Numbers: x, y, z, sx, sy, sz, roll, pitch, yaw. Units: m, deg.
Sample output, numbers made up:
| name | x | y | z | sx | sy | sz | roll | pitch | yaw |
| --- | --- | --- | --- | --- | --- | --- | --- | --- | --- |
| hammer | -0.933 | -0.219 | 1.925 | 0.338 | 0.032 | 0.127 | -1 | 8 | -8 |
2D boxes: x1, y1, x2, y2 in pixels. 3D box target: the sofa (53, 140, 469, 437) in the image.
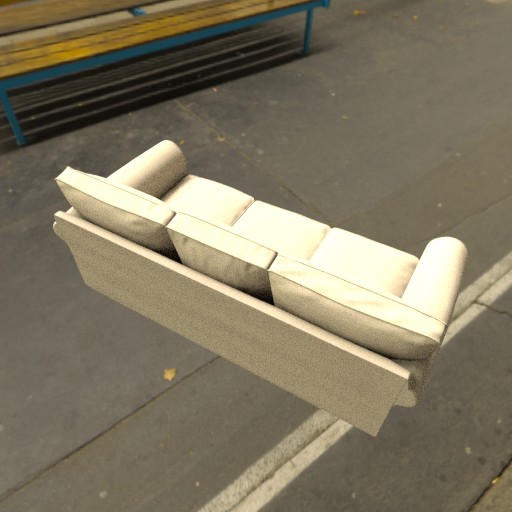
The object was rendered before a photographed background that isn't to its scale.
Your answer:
| name | x | y | z | sx | sy | sz | roll | pitch | yaw |
| --- | --- | --- | --- | --- | --- | --- | --- | --- | --- |
| sofa | 0.000 | 0.000 | 2.543 | 2.118 | 0.889 | 0.998 | 23 | 51 | 20 |
